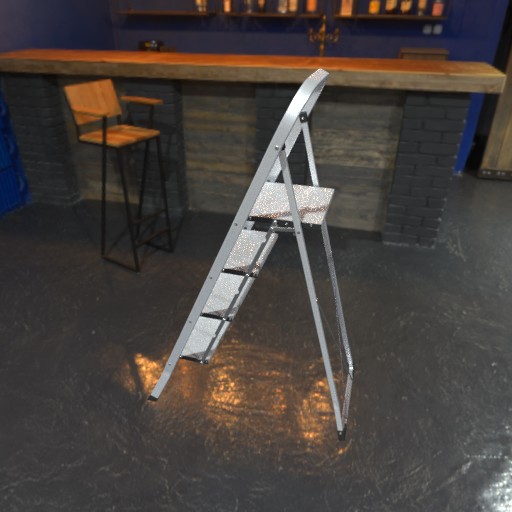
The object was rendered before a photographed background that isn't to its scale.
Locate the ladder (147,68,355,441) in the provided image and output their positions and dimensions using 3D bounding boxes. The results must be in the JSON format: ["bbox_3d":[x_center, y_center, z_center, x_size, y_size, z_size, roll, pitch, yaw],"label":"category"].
[{"bbox_3d":[0.000,0.000,1.653,0.830,1.290,0.465,8,31,14],"label":"ladder"}]
